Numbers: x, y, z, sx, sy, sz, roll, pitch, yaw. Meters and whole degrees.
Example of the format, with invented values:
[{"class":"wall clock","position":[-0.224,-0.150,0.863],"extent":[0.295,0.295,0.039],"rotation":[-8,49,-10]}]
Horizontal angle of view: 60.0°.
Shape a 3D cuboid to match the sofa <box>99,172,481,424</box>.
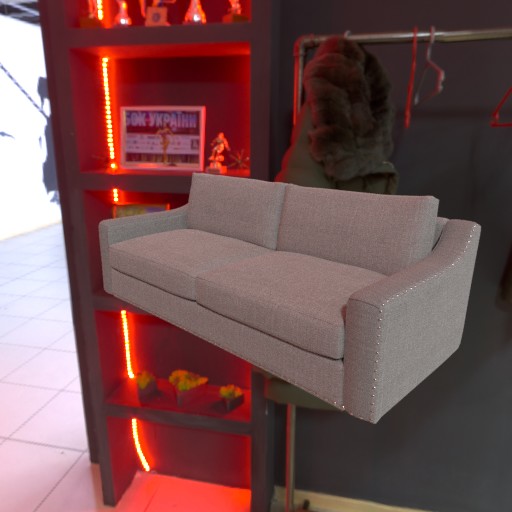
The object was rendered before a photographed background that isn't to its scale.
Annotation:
[{"class":"sofa","position":[0.000,0.000,2.702],"extent":[2.208,0.857,1.000],"rotation":[15,21,42]}]
